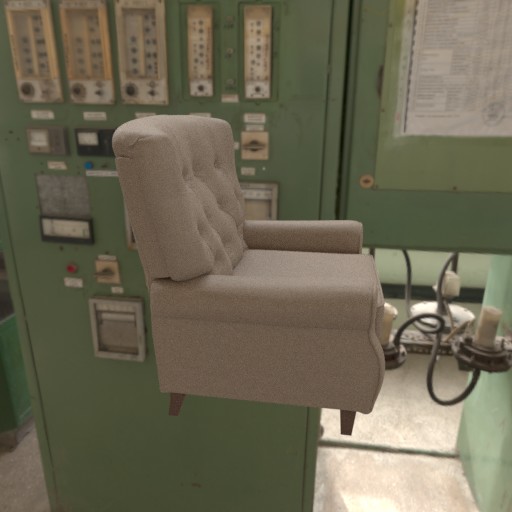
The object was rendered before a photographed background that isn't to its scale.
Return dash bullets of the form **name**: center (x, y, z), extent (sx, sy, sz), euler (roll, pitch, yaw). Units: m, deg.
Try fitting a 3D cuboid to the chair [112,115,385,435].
- **chair**: center (0.000, 0.000, 1.884), extent (1.041, 1.138, 0.999), euler (3, 20, 9)
